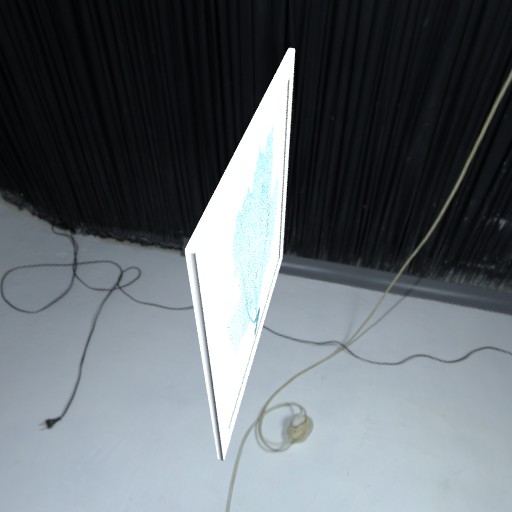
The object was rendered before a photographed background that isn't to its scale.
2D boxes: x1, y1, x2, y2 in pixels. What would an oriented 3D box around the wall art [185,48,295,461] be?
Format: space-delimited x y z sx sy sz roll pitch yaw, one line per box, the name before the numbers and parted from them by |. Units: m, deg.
wall art | 0.000 0.000 0.875 0.013 0.584 0.584 10 46 10
